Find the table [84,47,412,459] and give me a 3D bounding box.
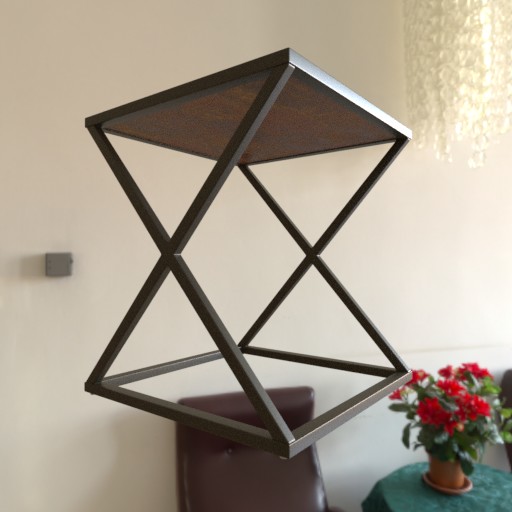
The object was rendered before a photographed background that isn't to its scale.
[{"bbox_3d":[0.000,0.000,0.950,0.500,0.565,0.500,0,0,38],"label":"table"}]
